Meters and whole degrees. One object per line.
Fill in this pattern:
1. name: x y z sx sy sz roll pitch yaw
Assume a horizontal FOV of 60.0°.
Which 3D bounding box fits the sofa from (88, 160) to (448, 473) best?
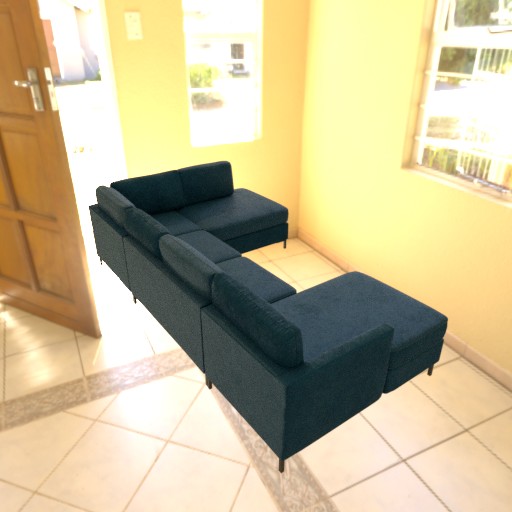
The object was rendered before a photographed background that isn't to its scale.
1. sofa: 0.000 0.000 4.209 2.055 0.992 3.434 -18 32 -32
